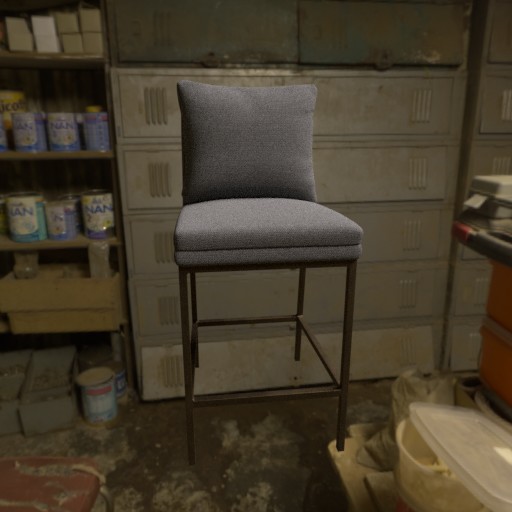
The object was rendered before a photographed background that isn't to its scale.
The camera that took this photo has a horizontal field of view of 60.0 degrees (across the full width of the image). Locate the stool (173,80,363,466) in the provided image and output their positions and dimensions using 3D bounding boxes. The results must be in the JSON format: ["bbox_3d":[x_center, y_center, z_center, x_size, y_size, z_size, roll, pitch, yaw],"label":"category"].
[{"bbox_3d":[0.000,0.000,1.357,0.463,1.031,0.569,-2,17,-7],"label":"stool"}]
